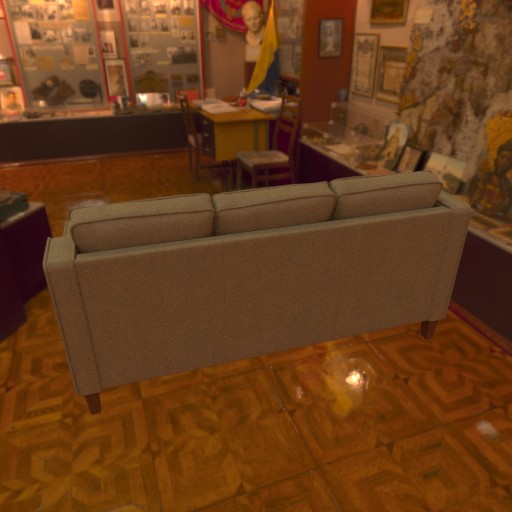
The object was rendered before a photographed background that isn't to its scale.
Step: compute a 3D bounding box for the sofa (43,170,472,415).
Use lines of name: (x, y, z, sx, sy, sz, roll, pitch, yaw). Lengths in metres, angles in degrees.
sofa: (0.000, 0.000, 2.478, 1.986, 0.974, 0.911, -8, 29, -16)
